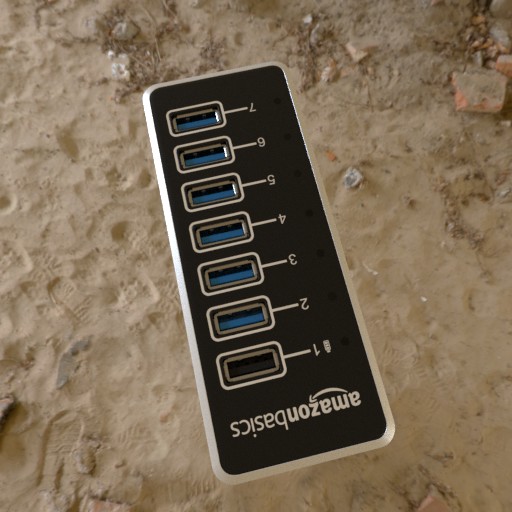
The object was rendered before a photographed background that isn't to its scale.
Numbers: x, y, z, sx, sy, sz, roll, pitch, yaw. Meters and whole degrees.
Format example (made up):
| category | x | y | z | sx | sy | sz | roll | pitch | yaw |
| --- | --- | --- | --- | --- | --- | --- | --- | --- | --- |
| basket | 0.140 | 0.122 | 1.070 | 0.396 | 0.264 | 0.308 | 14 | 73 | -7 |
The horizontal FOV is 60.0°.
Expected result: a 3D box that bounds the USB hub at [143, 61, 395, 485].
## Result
| category | x | y | z | sx | sy | sz | roll | pitch | yaw |
| --- | --- | --- | --- | --- | --- | --- | --- | --- | --- |
| USB hub | 0.000 | 0.000 | 0.127 | 0.044 | 0.023 | 0.110 | -13 | 75 | -3 |
